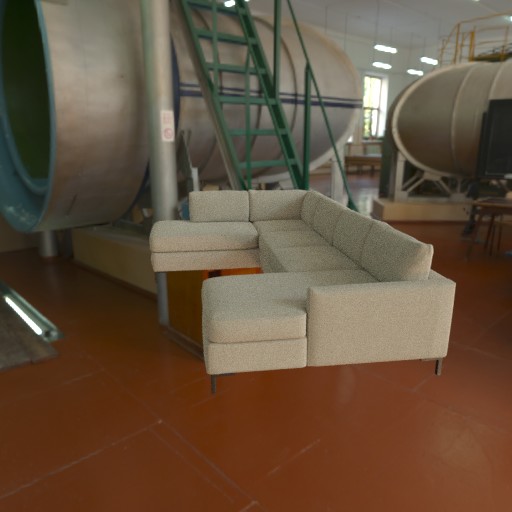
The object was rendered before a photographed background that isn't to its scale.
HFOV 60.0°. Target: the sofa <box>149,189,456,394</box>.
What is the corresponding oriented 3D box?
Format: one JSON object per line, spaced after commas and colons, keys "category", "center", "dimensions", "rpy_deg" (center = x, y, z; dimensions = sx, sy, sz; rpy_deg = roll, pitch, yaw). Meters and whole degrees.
{"category": "sofa", "center": [0.000, 0.000, 3.927], "dimensions": [1.989, 0.862, 2.984], "rpy_deg": [-2, 15, -8]}
